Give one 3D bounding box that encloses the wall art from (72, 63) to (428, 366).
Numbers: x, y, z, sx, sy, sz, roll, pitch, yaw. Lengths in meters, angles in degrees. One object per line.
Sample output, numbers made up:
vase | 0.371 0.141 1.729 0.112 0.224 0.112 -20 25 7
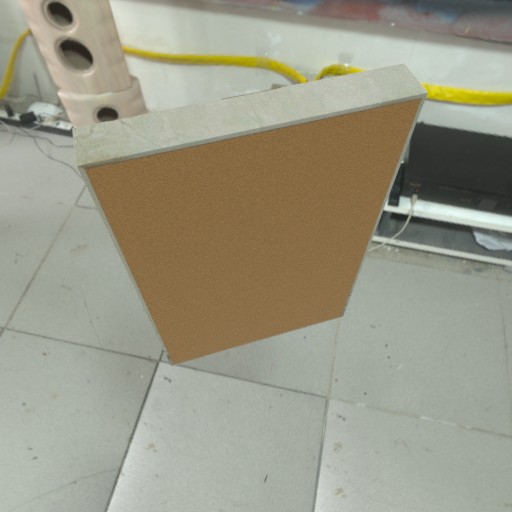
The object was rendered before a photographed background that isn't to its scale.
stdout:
wall art | 0.000 0.000 0.476 0.254 0.381 0.038 -14 58 -9
